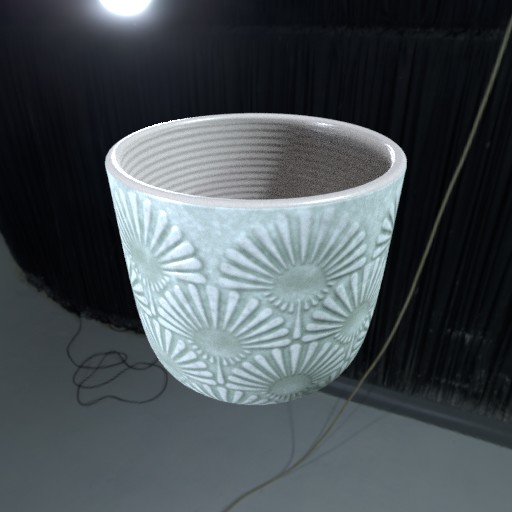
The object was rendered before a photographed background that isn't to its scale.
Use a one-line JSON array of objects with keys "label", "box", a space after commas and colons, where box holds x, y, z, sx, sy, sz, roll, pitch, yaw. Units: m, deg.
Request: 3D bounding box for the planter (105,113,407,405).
[{"label": "planter", "box": [0.000, 0.000, 0.216, 0.124, 0.109, 0.124, 0, 30, 0]}]
